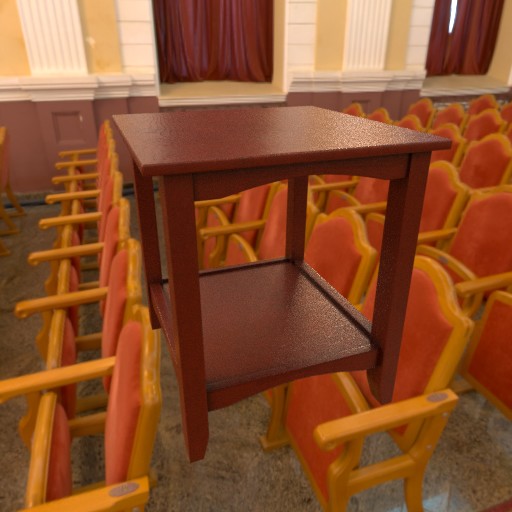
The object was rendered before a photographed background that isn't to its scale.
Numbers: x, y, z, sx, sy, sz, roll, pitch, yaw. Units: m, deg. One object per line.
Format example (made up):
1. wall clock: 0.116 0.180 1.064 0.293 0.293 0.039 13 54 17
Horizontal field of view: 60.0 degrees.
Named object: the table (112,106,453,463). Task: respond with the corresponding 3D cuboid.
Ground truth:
1. table: 0.000 0.000 0.976 0.522 0.558 0.523 -8 26 -16
